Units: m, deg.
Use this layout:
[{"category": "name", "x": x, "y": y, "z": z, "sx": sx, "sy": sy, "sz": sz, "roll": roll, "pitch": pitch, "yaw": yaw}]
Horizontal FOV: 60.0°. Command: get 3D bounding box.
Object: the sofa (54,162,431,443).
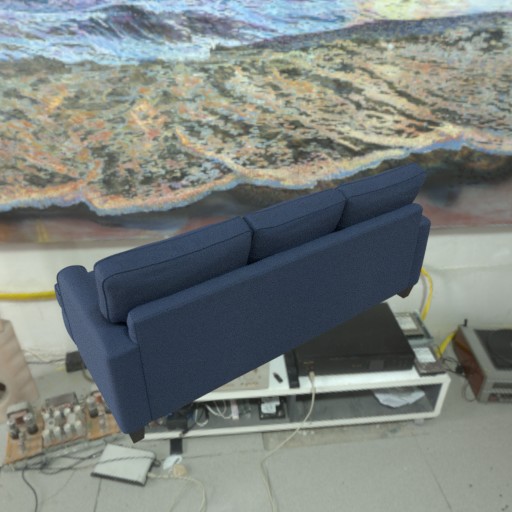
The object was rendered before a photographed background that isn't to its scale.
[{"category": "sofa", "x": 0.000, "y": 0.000, "z": 2.682, "sx": 2.158, "sy": 0.965, "sz": 0.951, "roll": -20, "pitch": 36, "yaw": -30}]
